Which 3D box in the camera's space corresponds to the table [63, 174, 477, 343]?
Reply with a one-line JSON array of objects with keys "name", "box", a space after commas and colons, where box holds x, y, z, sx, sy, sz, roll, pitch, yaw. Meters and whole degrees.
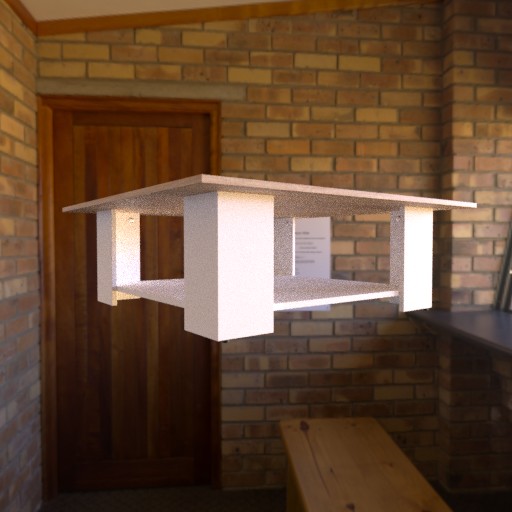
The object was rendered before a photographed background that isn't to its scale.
[{"name": "table", "box": [0.000, 0.000, 1.344, 0.890, 0.305, 0.890, -1, 2, -37]}]
